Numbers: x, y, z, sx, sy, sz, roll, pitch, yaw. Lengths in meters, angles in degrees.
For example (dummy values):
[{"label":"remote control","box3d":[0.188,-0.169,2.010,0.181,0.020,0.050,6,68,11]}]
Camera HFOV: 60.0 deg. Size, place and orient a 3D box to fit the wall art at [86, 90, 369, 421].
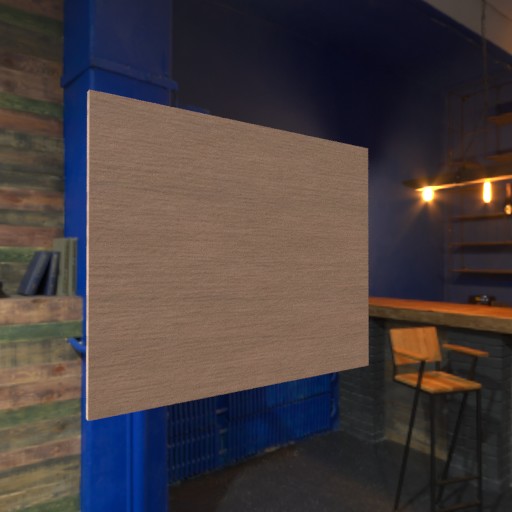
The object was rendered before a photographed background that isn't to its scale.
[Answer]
[{"label":"wall art","box3d":[0.000,0.000,0.694,0.508,0.408,0.010,0,-1,-35]}]
